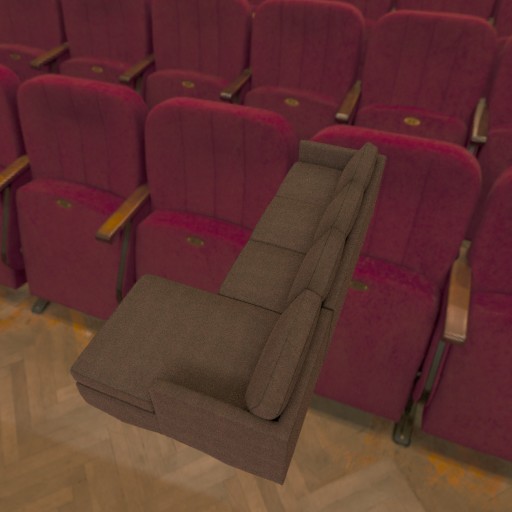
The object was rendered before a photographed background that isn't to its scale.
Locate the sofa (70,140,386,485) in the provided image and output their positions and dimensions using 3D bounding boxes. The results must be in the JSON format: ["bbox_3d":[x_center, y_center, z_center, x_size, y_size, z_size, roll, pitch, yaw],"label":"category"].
[{"bbox_3d":[0.000,0.000,3.925,1.650,0.922,3.205,16,47,15],"label":"sofa"}]
